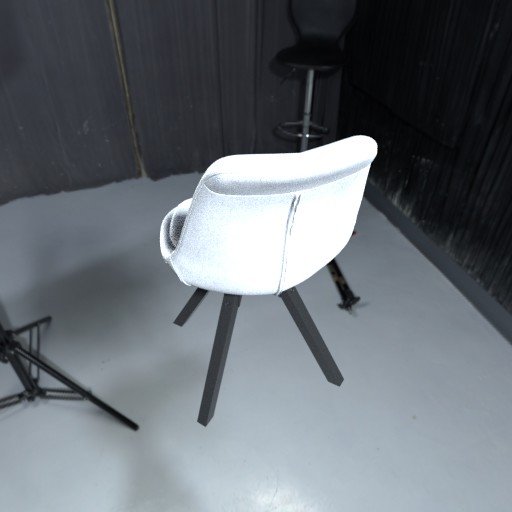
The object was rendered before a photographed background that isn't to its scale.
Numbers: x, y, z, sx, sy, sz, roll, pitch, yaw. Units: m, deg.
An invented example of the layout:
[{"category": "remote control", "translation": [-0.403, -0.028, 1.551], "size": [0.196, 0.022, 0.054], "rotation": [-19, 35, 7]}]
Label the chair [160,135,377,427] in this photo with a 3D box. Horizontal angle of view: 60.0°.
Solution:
[{"category": "chair", "translation": [0.000, 0.000, 1.187], "size": [0.485, 0.850, 0.550], "rotation": [-12, 42, -14]}]
